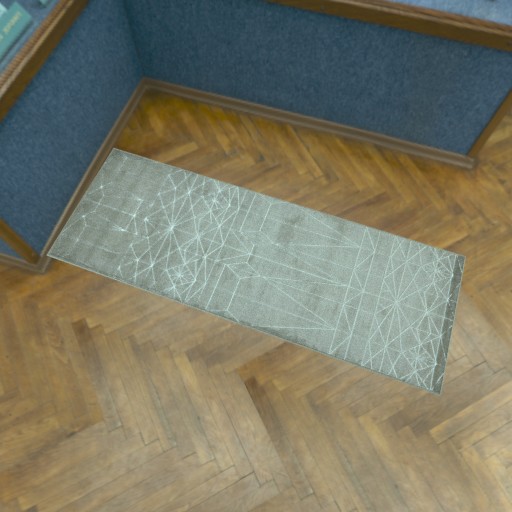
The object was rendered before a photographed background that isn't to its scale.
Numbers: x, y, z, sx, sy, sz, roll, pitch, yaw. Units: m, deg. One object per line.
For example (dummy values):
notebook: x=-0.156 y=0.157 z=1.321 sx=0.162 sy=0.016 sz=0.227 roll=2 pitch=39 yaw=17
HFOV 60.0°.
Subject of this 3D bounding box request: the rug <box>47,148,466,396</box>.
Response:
rug: x=0.000 y=0.000 z=2.685 sx=2.388 sy=0.012 sz=0.864 roll=18 pitch=66 yaw=8
